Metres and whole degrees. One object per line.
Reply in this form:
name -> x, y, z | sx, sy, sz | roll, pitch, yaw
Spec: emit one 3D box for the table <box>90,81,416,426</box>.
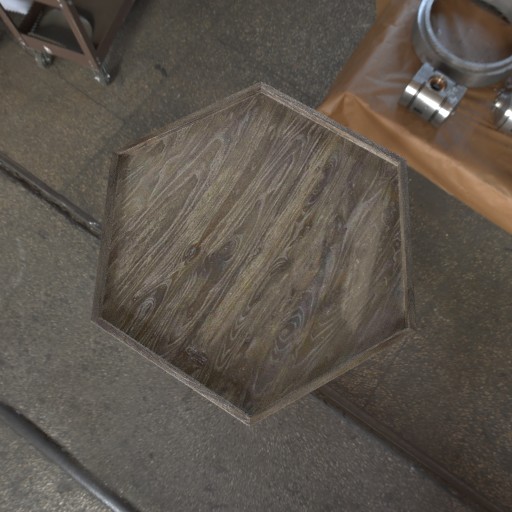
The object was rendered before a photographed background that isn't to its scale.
table -> 0.000, 0.000, 1.617 | 0.966, 0.488, 1.115 | 2, 75, 0
